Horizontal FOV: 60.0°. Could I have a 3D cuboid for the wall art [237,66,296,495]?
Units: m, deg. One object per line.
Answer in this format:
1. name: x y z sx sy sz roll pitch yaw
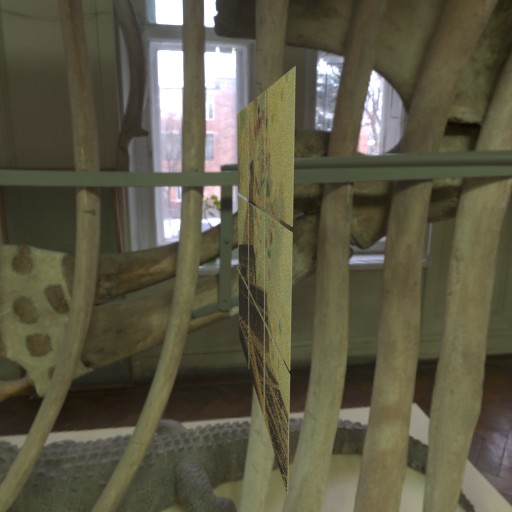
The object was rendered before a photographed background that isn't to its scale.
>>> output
1. wall art: 0.000 0.000 2.233 0.002 1.505 1.517 -2 13 -9
